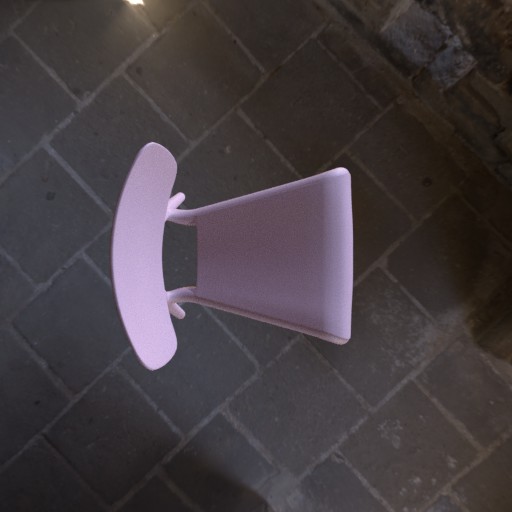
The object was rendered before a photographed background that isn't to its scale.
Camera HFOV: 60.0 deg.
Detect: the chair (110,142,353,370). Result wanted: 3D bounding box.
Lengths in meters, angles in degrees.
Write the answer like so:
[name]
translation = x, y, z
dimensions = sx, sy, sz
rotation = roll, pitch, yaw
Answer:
[chair]
translation = 0.000, 0.000, 0.834
dimensions = 0.401, 0.580, 0.356
rotation = 0, 90, -1
